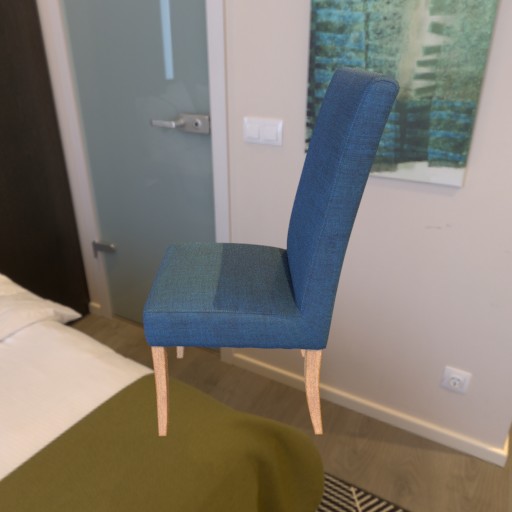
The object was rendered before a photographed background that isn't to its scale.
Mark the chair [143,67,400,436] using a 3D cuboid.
[{"bbox_3d":[0.000,0.000,1.330,0.610,1.029,0.450,0,25,-1],"label":"chair"}]
